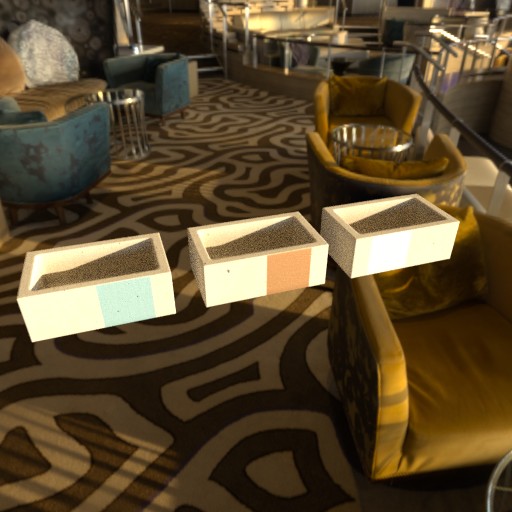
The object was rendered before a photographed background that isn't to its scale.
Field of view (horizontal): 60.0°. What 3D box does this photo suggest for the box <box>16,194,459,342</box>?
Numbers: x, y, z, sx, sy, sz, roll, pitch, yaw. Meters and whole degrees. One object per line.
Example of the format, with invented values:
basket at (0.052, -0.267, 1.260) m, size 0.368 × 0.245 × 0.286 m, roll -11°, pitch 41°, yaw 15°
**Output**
box at (0.000, 0.000, 0.488) m, size 0.461 × 0.051 × 0.082 m, roll -10°, pitch 33°, yaw -15°
